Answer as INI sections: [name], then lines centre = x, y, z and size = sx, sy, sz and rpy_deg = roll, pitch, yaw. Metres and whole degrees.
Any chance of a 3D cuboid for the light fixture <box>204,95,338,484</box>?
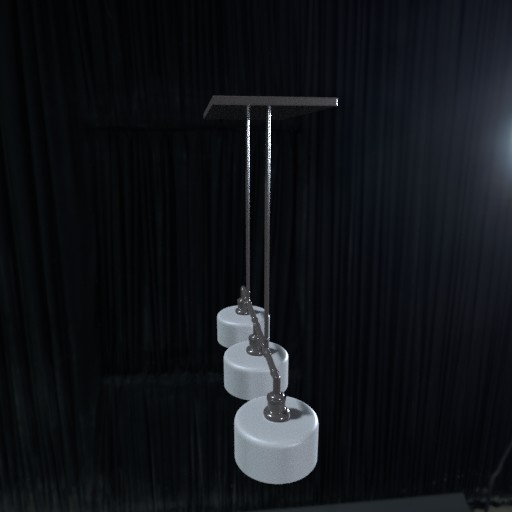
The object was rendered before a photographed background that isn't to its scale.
[light fixture]
centre = 0.000, 0.000, 0.874
size = 0.177, 0.557, 0.582
rpy_deg = -2, 14, -8
